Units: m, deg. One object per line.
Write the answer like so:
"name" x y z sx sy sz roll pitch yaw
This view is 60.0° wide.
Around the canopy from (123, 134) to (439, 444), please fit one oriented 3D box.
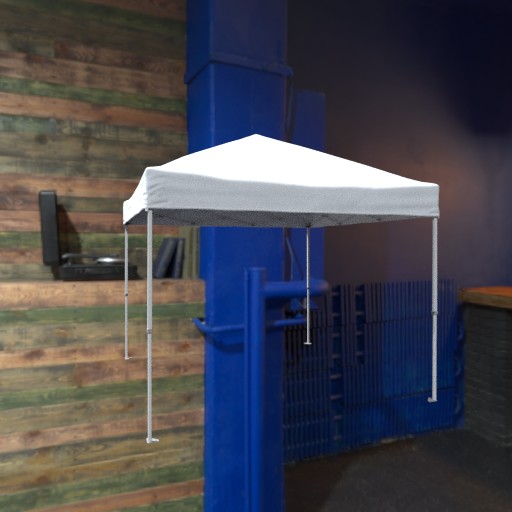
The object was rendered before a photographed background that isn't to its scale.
"canopy" 0.000 0.000 5.497 2.996 2.997 2.998 0 1 -20
